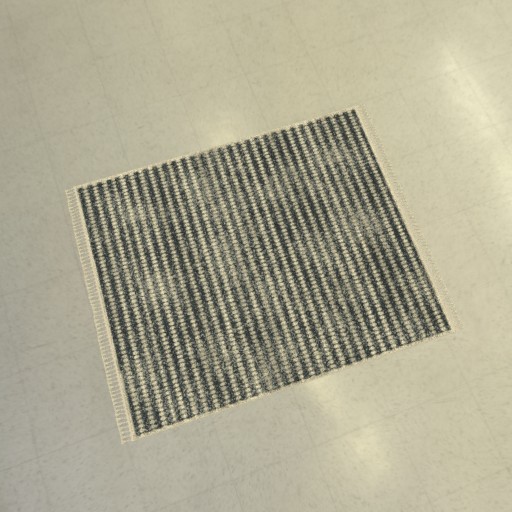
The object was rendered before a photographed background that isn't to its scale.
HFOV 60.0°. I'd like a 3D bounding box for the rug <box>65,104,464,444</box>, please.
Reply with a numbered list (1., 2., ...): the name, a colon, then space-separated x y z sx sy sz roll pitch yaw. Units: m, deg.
1. rug: 0.000 0.000 3.836 2.910 0.013 2.256 -17 75 -5
